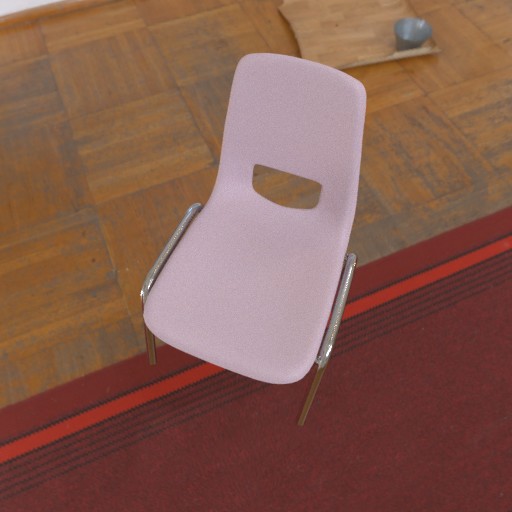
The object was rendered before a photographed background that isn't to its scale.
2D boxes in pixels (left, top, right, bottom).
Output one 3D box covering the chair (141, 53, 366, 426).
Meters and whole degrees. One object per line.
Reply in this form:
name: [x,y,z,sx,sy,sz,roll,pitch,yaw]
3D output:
chair: [0.000,0.000,0.784,0.354,0.536,0.385,19,61,11]
